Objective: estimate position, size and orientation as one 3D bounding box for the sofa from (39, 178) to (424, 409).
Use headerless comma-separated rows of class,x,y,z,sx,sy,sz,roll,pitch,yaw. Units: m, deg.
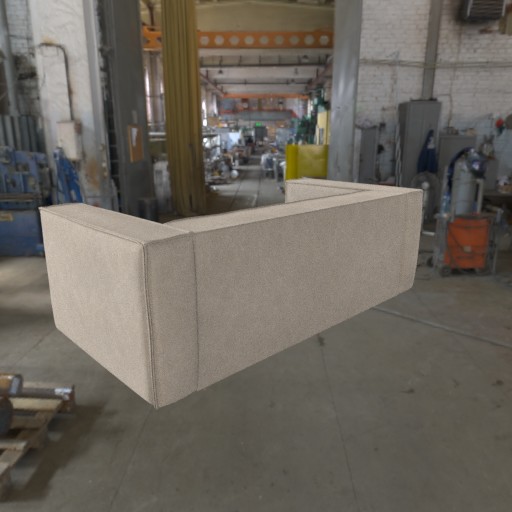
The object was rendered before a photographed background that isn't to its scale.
sofa,0.000,0.000,2.518,1.995,0.680,1.038,-15,21,-42
